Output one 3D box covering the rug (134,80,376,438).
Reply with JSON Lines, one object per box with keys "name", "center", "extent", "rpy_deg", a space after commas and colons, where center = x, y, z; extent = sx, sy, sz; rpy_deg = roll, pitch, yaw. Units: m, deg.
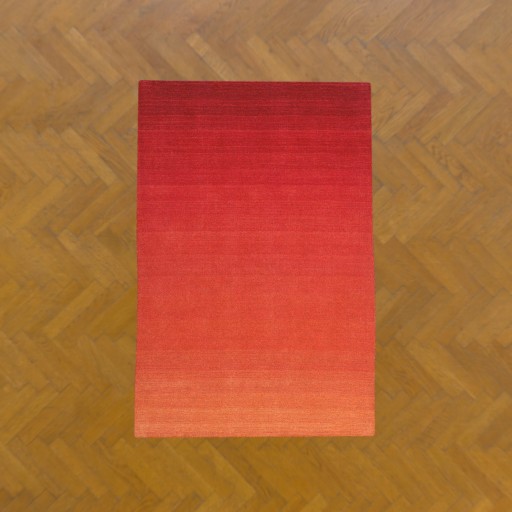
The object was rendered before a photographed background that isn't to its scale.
{"name": "rug", "center": [0.000, 0.000, 2.285], "extent": [1.230, 0.018, 1.835], "rpy_deg": [0, 88, -1]}
